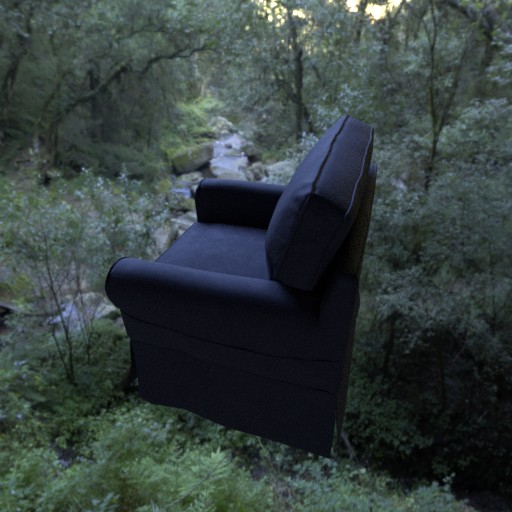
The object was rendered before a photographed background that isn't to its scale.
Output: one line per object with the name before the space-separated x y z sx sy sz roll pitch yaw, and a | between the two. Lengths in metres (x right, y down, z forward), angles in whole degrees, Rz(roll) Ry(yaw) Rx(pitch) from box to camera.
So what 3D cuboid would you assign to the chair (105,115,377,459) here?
chair | 0.000 0.000 2.045 1.002 1.140 1.119 9 32 14
